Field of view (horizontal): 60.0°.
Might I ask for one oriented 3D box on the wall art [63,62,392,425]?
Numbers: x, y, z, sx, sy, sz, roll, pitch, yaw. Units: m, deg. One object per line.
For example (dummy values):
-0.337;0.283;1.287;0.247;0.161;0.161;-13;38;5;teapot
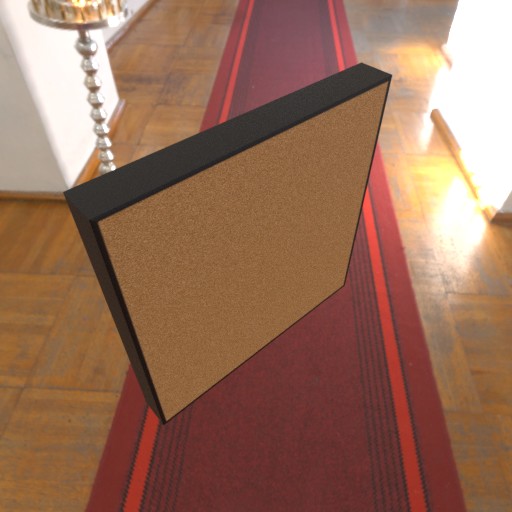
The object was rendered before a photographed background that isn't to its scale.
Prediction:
0.000;0.000;0.459;0.304;0.303;0.037;-33;54;-27;wall art
